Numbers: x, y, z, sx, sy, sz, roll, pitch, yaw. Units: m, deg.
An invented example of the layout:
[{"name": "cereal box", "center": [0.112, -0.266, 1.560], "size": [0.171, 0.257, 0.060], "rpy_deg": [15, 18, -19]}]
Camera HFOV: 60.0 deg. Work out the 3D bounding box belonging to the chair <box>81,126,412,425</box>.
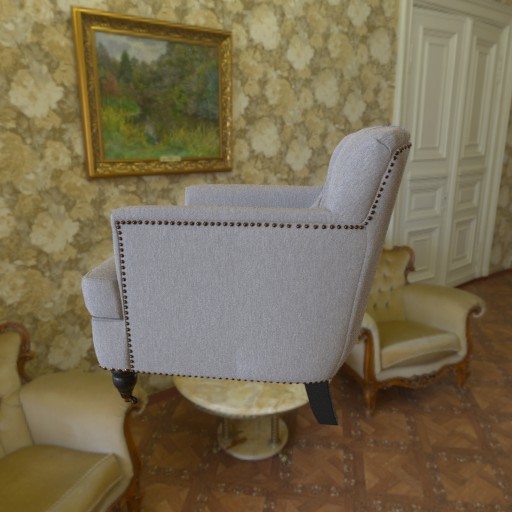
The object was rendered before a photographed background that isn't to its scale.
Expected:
[{"name": "chair", "center": [0.000, 0.000, 1.496], "size": [0.902, 0.823, 0.737], "rpy_deg": [2, 14, 8]}]
